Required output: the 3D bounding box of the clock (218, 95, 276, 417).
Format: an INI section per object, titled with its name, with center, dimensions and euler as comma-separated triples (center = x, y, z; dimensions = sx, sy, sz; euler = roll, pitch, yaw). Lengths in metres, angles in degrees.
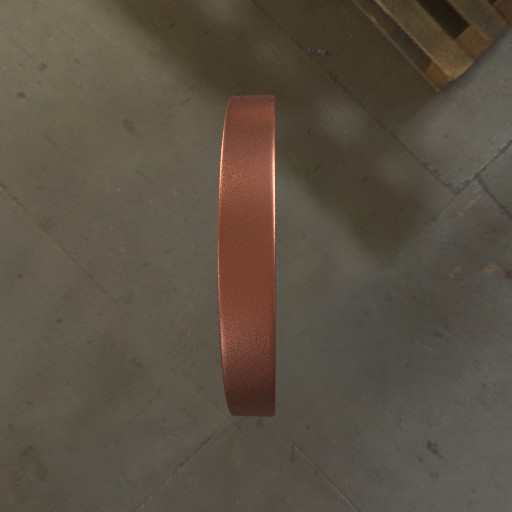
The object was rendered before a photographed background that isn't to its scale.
[clock]
center = 0.000, 0.000, 0.461
dimensions = 0.040, 0.313, 0.313
euler = 0, 89, 2
